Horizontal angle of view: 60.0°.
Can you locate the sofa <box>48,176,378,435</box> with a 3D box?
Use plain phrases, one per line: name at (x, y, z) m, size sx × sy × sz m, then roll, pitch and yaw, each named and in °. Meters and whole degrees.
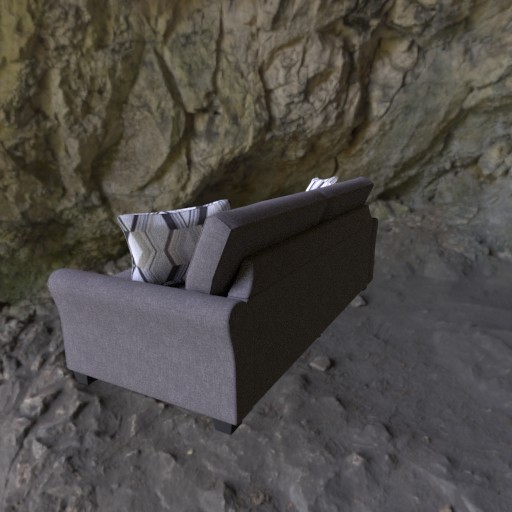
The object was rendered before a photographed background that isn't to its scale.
sofa at (0.000, 0.000, 2.493) m, size 0.889 × 0.813 × 2.032 m, roll 8°, pitch 16°, yaw 27°
